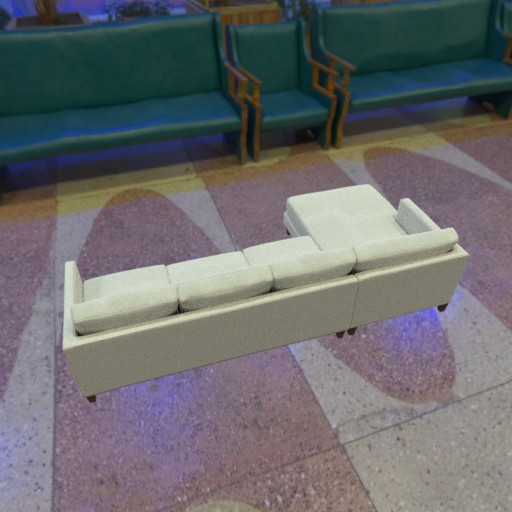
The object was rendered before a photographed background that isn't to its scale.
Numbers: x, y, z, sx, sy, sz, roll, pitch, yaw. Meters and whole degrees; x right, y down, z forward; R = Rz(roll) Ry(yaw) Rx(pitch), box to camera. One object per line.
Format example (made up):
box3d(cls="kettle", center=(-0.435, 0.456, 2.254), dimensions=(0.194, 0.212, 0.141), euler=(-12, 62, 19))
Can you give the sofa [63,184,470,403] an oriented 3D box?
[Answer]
box3d(cls="sofa", center=(0.000, 0.000, 3.998), dimensions=(3.186, 0.861, 1.625), euler=(-12, 41, -13))
